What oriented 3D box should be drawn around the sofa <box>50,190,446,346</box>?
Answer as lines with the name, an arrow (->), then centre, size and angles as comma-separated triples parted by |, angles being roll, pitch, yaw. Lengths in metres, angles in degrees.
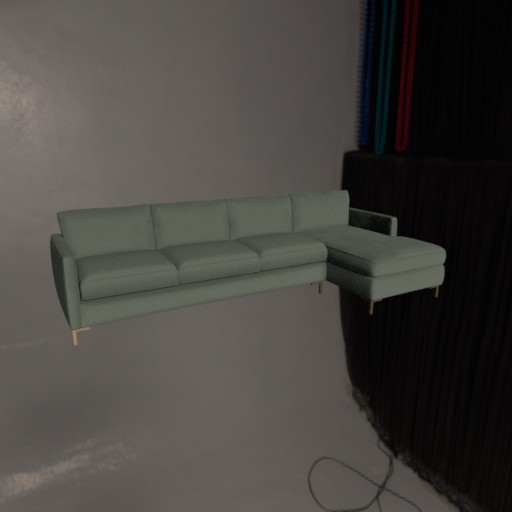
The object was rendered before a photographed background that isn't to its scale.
sofa -> 0.000, 0.000, 3.316 | 2.725, 0.756, 1.255 | -8, 17, -28
